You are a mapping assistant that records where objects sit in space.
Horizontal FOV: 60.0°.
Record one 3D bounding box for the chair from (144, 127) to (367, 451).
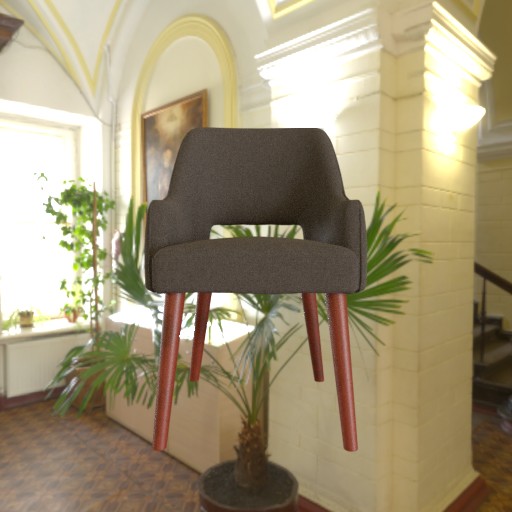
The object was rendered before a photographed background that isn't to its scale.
[{"bbox_3d":[0.000,0.000,1.236,0.559,0.838,0.560,0,2,1],"label":"chair"}]
